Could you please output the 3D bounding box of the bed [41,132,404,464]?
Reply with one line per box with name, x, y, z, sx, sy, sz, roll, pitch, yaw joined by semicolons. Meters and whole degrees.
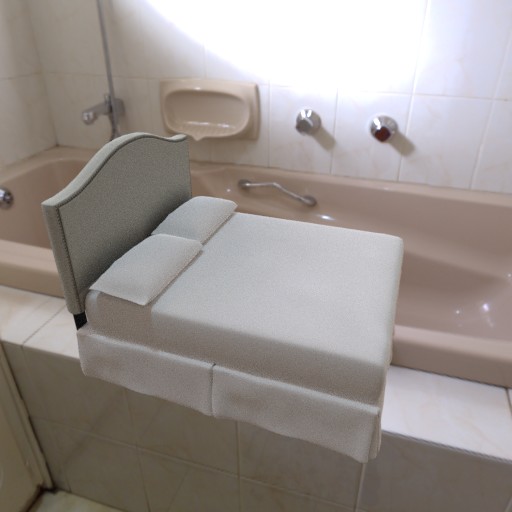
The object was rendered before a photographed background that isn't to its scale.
bed;0.000;0.000;3.329;2.180;1.607;1.813;10;31;17
